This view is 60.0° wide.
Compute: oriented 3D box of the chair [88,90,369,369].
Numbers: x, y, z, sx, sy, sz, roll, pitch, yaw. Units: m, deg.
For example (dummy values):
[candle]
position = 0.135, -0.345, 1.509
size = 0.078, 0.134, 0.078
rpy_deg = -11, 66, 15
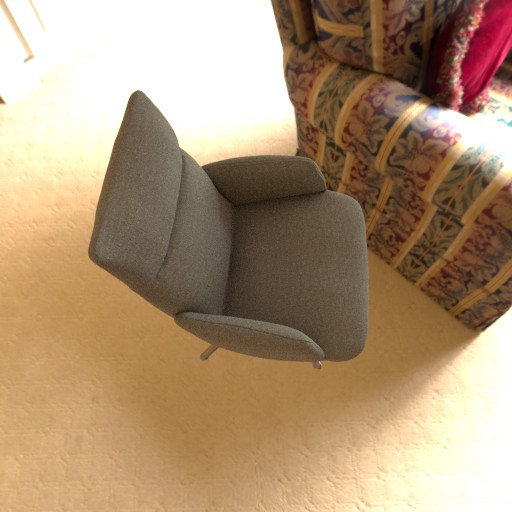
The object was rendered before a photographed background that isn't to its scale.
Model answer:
[chair]
position = 0.000, 0.000, 1.552
size = 0.831, 0.984, 0.702
rpy_deg = 4, 65, 2
